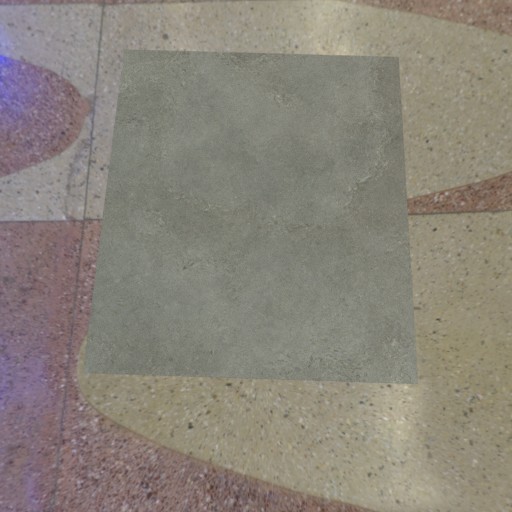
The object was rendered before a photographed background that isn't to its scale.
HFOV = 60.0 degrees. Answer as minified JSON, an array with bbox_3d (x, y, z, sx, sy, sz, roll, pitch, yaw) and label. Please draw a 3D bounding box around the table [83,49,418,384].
[{"bbox_3d":[0.000,0.000,1.519,0.700,1.020,0.800,2,75,0],"label":"table"}]
